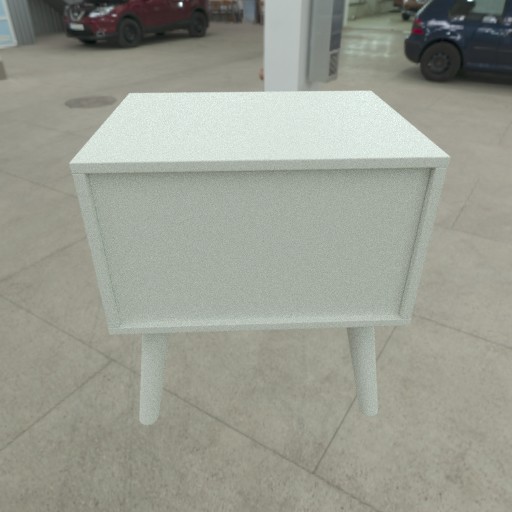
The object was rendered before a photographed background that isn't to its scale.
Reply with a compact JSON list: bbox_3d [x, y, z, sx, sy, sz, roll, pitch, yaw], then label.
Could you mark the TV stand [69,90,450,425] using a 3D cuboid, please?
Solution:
[{"bbox_3d":[0.000,0.000,0.909,0.508,0.559,0.405,-1,32,-2],"label":"TV stand"}]
